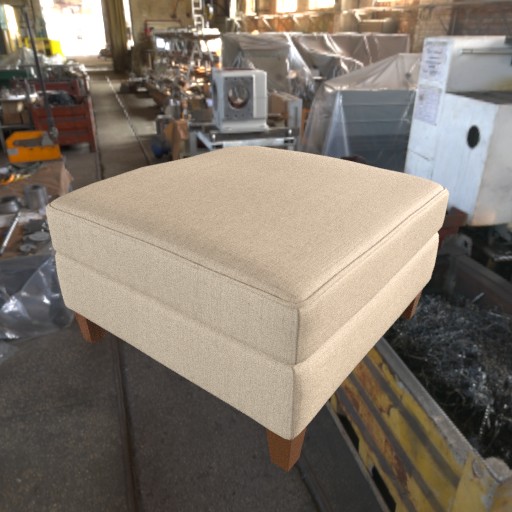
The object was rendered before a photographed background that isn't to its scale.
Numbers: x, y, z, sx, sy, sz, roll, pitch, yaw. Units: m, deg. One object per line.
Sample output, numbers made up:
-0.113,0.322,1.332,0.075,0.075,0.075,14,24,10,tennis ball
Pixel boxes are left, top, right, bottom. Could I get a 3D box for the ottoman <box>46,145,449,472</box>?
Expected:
0.000,0.000,1.325,0.838,0.503,0.838,19,33,33,ottoman
